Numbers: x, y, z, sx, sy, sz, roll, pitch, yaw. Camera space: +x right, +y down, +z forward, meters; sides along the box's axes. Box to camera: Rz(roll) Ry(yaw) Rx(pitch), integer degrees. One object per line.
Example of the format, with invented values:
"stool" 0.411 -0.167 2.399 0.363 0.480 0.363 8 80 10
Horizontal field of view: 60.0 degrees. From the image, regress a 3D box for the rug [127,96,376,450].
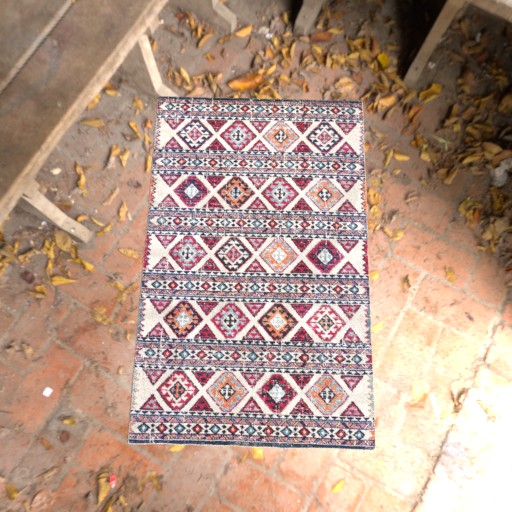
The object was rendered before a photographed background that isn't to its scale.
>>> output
"rug" 0.000 0.000 3.033 1.545 0.010 2.440 1 76 0
